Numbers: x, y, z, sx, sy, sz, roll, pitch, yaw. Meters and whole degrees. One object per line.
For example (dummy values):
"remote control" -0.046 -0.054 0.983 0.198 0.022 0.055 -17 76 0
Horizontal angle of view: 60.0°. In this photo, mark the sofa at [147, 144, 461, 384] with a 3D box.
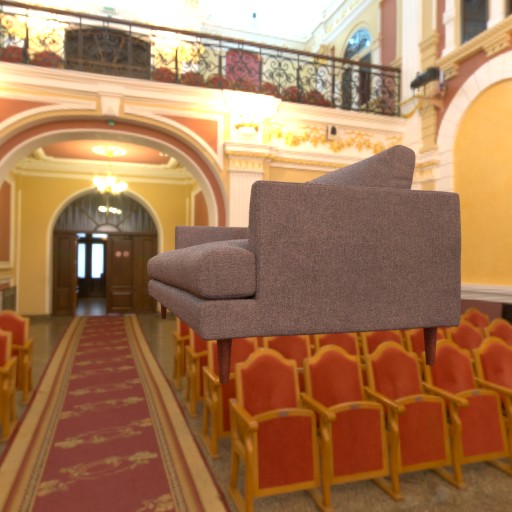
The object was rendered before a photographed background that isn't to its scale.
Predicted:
"sofa" 0.000 0.000 2.434 1.020 0.868 1.948 0 -1 -18
